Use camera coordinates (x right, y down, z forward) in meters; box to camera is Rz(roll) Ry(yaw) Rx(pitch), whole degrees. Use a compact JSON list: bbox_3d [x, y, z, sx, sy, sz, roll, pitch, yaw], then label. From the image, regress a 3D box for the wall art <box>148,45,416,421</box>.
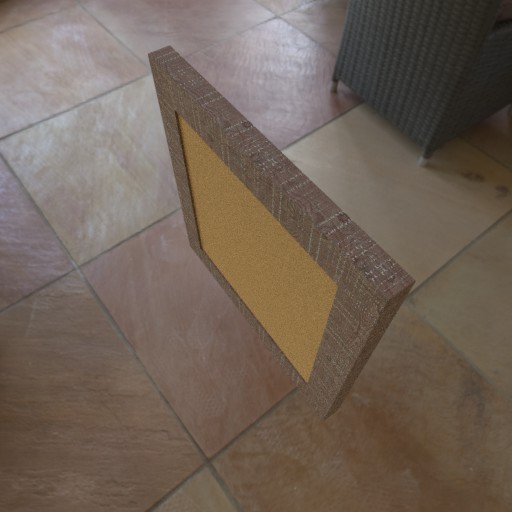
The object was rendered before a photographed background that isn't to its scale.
[{"bbox_3d":[0.000,0.000,0.804,0.040,0.531,0.531,-31,62,-18],"label":"wall art"}]
